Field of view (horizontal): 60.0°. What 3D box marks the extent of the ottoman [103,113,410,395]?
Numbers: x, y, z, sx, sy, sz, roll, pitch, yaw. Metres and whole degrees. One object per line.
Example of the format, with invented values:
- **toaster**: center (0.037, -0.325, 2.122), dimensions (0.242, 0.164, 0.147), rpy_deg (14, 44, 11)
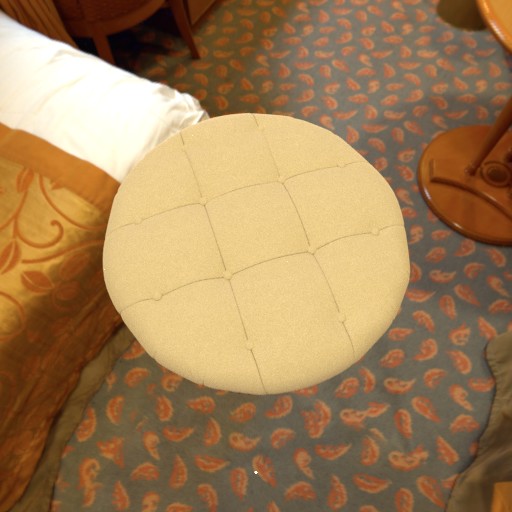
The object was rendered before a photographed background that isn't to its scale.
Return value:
- **ottoman**: center (0.000, 0.000, 1.420), dimensions (0.901, 0.439, 0.901), rpy_deg (0, 64, 0)
